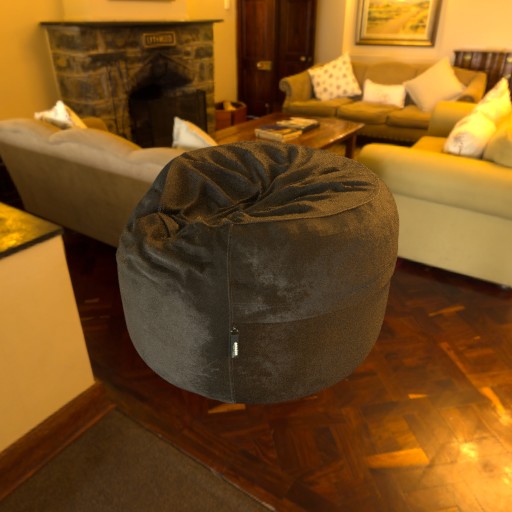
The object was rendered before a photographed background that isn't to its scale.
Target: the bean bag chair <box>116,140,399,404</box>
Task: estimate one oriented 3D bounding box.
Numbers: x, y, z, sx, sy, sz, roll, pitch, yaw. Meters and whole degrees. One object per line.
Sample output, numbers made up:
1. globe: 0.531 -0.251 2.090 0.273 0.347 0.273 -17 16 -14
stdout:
1. bean bag chair: 0.000 0.000 1.520 0.918 0.605 0.918 0 29 0
